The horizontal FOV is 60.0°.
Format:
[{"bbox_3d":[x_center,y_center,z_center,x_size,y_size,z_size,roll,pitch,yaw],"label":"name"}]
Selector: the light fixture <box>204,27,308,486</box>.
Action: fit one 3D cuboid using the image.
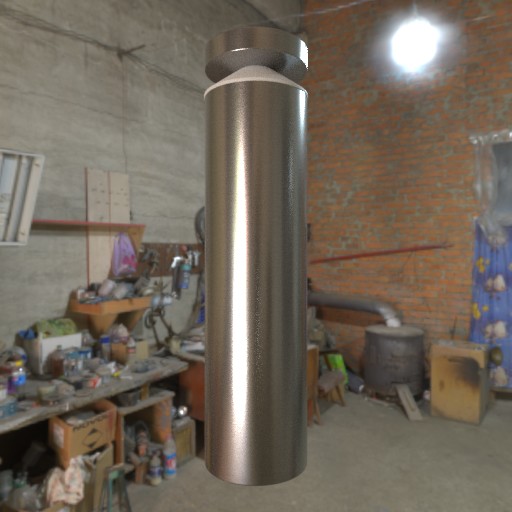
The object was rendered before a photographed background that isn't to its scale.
[{"bbox_3d":[0.000,0.000,0.436,0.102,0.400,0.102,0,0,-1],"label":"light fixture"}]
